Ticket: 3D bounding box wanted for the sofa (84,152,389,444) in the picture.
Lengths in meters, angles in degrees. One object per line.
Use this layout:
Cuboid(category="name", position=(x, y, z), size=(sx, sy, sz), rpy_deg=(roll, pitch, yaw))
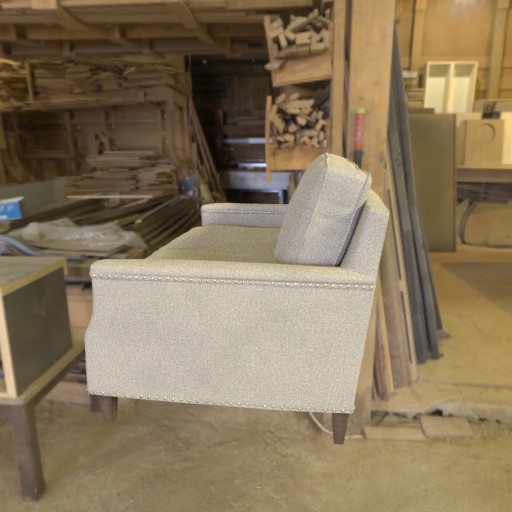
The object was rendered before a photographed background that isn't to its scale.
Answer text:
Cuboid(category="sofa", position=(0.000, 0.000, 2.254), size=(1.084, 1.003, 1.597), rpy_deg=(2, 15, 8))
